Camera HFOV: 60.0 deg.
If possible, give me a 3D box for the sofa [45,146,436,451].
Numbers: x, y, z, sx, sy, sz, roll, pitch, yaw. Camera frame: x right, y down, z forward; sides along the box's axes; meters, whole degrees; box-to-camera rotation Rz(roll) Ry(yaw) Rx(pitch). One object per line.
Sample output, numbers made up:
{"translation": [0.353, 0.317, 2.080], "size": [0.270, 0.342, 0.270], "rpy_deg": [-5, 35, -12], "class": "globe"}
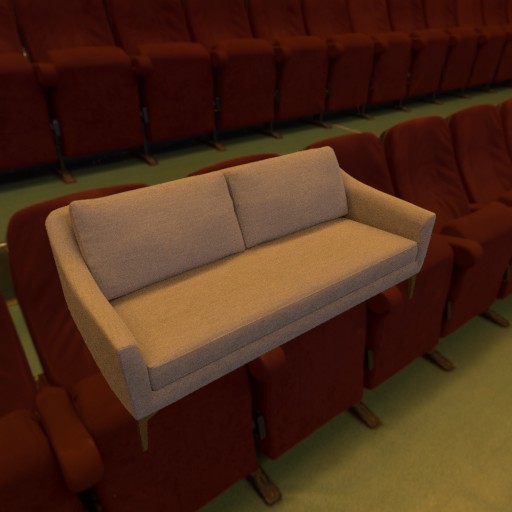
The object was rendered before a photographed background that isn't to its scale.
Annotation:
{"translation": [0.000, 0.000, 2.551], "size": [2.036, 0.913, 0.980], "rpy_deg": [-21, 35, -32], "class": "sofa"}
